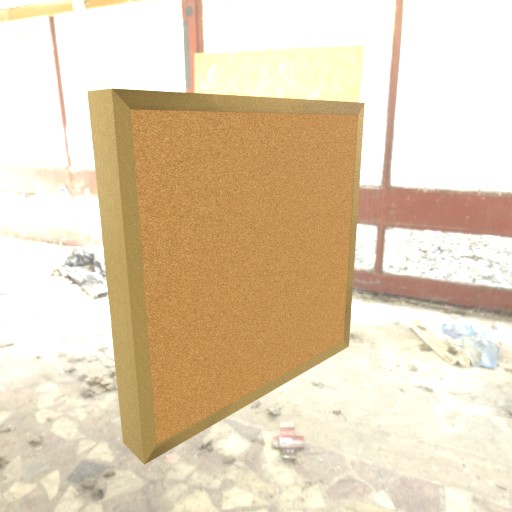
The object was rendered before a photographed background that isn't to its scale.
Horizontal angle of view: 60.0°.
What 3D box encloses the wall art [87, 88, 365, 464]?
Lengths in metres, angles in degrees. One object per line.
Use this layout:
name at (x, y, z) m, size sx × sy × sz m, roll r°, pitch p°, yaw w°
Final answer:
wall art at (0.000, 0.000, 0.453) m, size 0.304 × 0.305 × 0.038 m, roll -15°, pitch 23°, yaw -42°
